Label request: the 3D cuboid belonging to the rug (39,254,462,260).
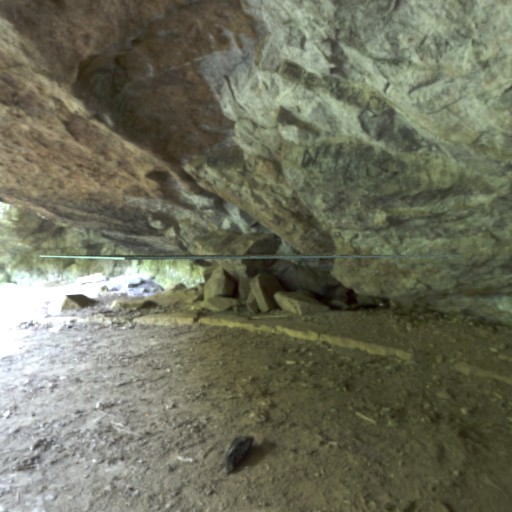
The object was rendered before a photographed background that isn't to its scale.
[{"bbox_3d":[0.000,0.000,2.863,2.284,0.008,1.522,0,1,-37],"label":"rug"}]
